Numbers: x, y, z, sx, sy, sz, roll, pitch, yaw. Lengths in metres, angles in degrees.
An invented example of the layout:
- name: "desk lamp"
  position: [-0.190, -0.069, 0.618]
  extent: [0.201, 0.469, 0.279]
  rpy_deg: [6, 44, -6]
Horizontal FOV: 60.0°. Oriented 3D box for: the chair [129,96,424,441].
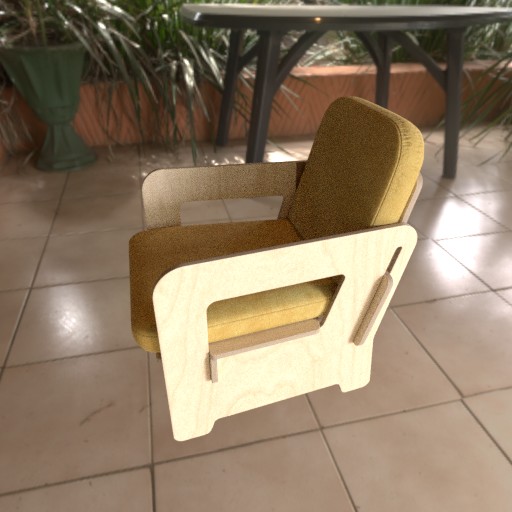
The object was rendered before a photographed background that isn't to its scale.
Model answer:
- name: "chair"
  position: [0.000, 0.000, 1.269]
  extent: [0.710, 0.800, 0.590]
  rpy_deg: [-8, 32, -12]
